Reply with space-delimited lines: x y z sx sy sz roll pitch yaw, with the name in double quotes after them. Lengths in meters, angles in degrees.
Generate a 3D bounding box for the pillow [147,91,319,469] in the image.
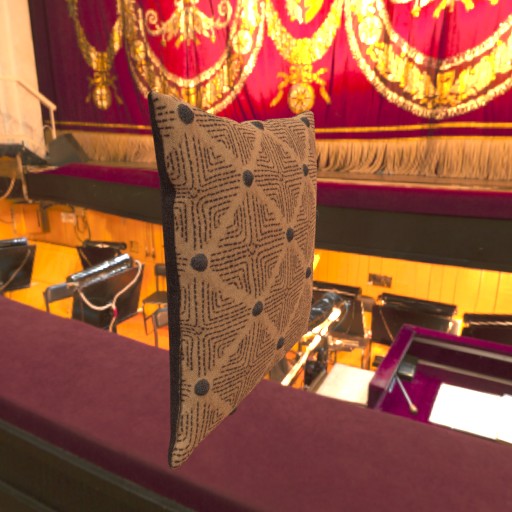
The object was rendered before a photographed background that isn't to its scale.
0.000 0.000 0.780 0.145 0.510 0.510 8 17 27 "pillow"
